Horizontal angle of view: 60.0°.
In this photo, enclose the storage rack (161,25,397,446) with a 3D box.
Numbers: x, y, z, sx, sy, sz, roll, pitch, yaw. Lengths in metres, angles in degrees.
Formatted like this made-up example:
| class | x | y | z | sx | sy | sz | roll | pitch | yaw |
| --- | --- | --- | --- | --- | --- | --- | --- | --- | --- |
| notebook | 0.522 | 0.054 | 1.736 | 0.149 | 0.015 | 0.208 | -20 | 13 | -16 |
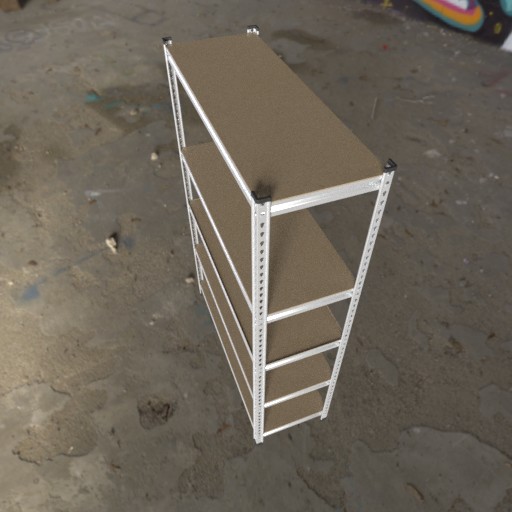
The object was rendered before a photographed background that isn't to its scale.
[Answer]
| class | x | y | z | sx | sy | sz | roll | pitch | yaw |
| --- | --- | --- | --- | --- | --- | --- | --- | --- | --- |
| storage rack | 0.000 | 0.000 | 2.330 | 0.457 | 1.829 | 1.219 | -15 | 49 | -14 |
